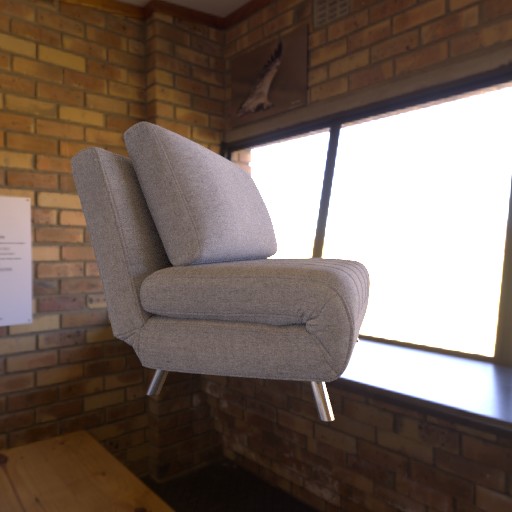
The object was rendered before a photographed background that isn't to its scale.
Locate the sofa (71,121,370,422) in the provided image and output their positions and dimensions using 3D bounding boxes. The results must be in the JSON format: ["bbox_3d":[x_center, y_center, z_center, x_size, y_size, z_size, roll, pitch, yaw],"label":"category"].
[{"bbox_3d":[0.000,0.000,1.891,0.910,0.910,1.220,0,1,17],"label":"sofa"}]
